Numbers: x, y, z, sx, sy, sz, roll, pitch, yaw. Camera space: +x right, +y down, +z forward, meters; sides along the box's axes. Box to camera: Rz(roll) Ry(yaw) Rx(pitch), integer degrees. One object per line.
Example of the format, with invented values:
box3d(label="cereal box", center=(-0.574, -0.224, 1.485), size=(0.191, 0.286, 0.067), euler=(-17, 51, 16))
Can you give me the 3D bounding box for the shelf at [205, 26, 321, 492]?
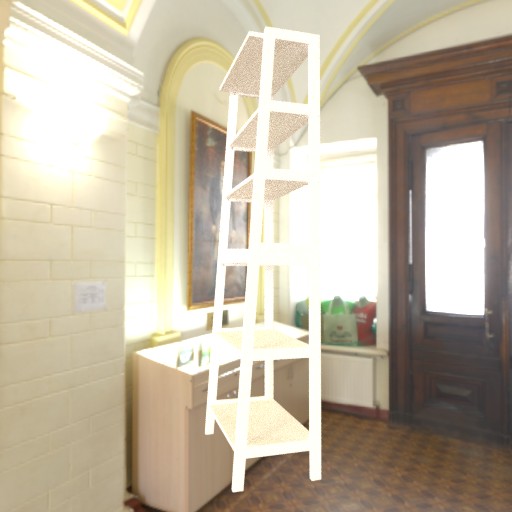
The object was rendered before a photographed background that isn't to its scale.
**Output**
box3d(label="shelf", center=(0.000, 0.000, 2.146), size=(0.381, 1.892, 0.660), euler=(0, -1, -16))
